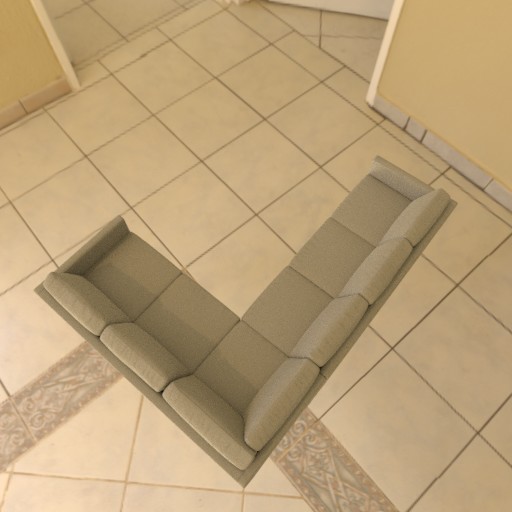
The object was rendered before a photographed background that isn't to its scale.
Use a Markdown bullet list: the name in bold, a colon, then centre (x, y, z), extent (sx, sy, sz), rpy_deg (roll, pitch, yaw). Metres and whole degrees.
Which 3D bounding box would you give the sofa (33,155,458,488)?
- **sofa**: centre (0.000, 0.000, 4.270), extent (2.432, 0.871, 3.182), rpy_deg (37, 69, 16)
